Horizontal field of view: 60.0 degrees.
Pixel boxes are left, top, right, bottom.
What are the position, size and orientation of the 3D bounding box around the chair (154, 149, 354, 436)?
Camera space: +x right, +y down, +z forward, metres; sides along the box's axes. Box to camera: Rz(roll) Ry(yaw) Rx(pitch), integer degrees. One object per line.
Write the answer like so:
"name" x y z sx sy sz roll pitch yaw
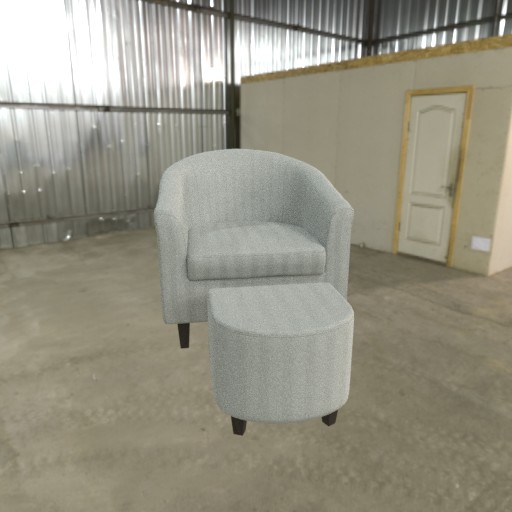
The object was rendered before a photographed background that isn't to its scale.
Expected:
"chair" 0.000 0.000 1.732 0.756 0.757 1.288 -3 17 -9
